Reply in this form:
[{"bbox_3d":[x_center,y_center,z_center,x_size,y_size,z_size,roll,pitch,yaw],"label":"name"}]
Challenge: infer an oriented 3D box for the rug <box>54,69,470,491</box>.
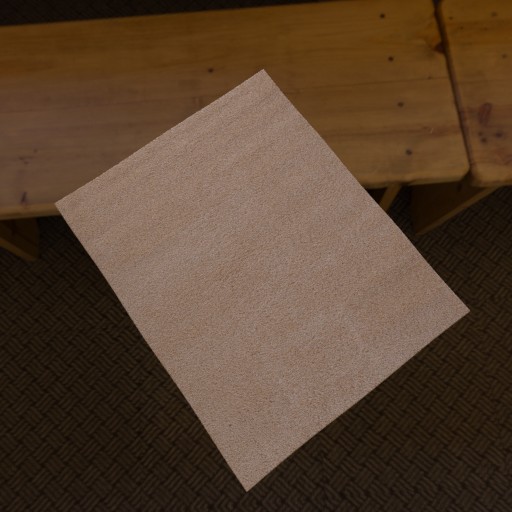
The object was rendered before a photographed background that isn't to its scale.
[{"bbox_3d":[0.000,0.000,3.968,2.400,0.025,3.000,-36,79,-8],"label":"rug"}]
